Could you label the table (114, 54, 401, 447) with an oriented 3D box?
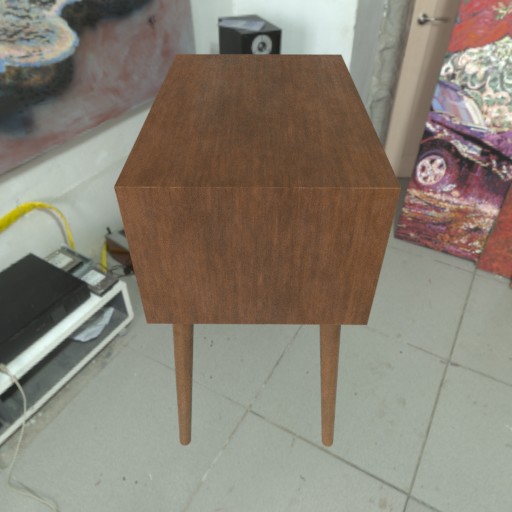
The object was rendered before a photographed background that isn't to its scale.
[{"bbox_3d":[0.000,0.000,0.825,0.307,0.580,0.454,0,41,0],"label":"table"}]
